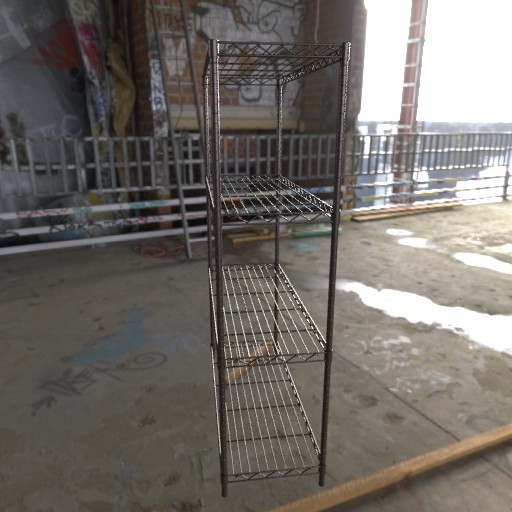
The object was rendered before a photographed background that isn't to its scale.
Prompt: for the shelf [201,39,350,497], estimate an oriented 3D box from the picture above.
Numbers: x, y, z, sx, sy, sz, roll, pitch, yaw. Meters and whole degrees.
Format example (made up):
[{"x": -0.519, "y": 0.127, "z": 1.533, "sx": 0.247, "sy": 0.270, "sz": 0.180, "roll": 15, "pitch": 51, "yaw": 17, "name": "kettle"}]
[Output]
[{"x": 0.000, "y": 0.000, "z": 1.697, "sx": 0.352, "sy": 1.361, "sz": 0.907, "roll": -2, "pitch": 17, "yaw": -7, "name": "shelf"}]
